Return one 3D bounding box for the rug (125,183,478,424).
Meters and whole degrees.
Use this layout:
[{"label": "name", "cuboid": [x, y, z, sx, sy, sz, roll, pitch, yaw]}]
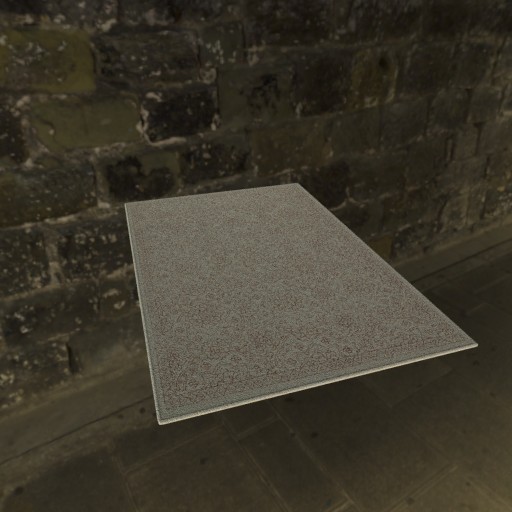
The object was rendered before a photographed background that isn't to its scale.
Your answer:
[{"label": "rug", "cuboid": [0.000, 0.000, 2.298, 1.219, 0.010, 1.829, -9, 31, -15]}]
